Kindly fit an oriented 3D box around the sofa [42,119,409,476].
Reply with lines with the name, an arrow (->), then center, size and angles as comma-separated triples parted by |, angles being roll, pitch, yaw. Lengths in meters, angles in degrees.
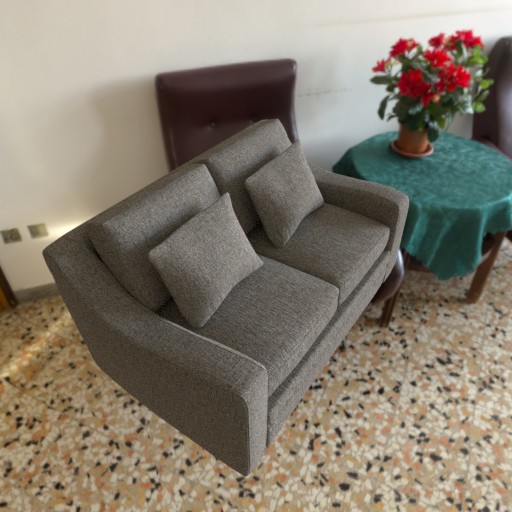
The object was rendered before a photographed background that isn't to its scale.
sofa -> 0.000, 0.000, 2.458 | 1.120, 0.991, 1.778 | 24, 46, 26
